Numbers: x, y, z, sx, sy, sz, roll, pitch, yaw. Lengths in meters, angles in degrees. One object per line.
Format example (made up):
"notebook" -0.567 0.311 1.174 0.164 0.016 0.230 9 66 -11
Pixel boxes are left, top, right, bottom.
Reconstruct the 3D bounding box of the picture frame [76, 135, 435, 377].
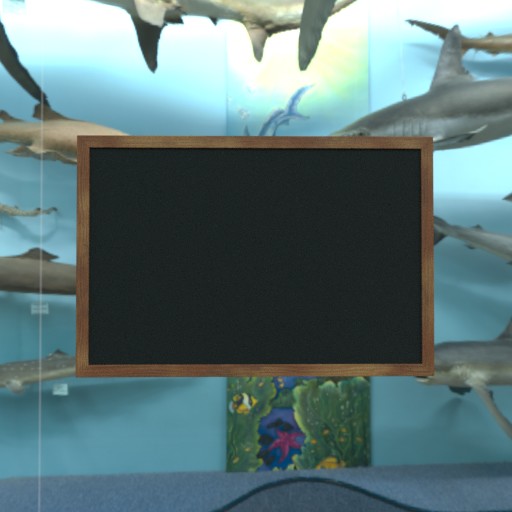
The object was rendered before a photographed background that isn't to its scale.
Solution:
"picture frame" 0.000 0.000 1.193 0.950 0.640 0.029 0 -1 -1
